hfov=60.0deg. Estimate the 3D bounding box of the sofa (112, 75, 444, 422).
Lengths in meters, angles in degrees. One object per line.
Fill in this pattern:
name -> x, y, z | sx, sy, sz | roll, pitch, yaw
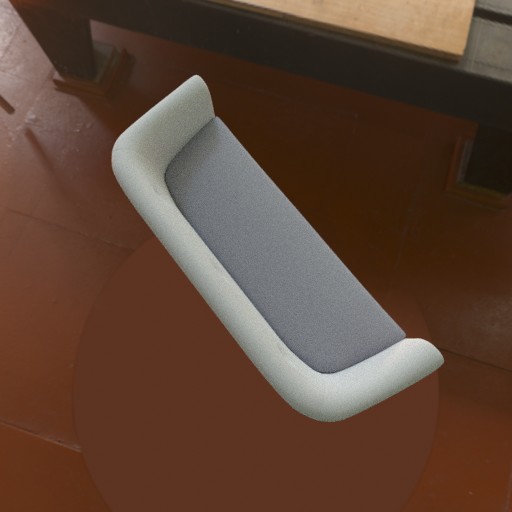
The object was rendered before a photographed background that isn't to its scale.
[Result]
sofa -> 0.000, 0.000, 2.610 | 0.827, 0.795, 2.160 | -37, 78, -9
